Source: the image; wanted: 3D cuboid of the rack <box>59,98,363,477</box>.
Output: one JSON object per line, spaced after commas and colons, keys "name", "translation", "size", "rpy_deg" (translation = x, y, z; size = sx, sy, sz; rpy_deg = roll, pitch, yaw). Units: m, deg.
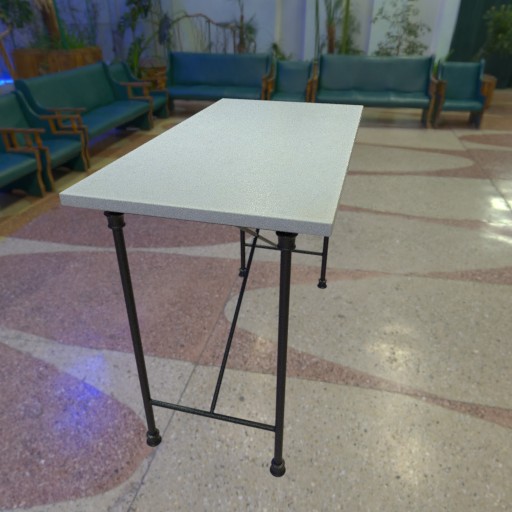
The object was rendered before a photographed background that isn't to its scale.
{"name": "rack", "translation": [0.000, 0.000, 1.633], "size": [0.613, 0.880, 1.159], "rpy_deg": [7, 31, 13]}
